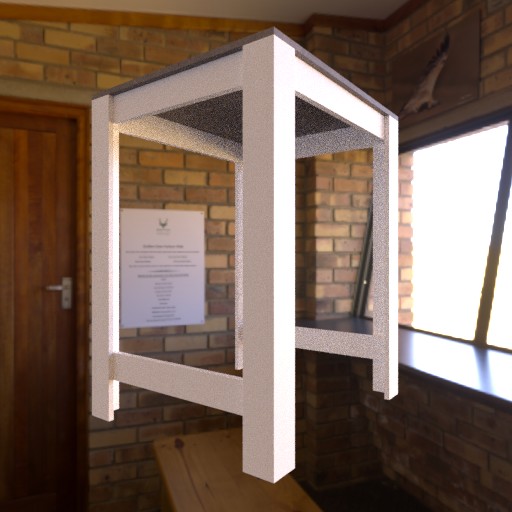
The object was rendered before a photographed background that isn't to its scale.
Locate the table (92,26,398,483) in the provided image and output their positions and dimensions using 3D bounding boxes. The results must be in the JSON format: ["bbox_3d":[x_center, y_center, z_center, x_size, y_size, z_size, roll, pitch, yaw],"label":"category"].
[{"bbox_3d":[0.000,0.000,1.514,0.700,1.020,0.800,0,0,37],"label":"table"}]
